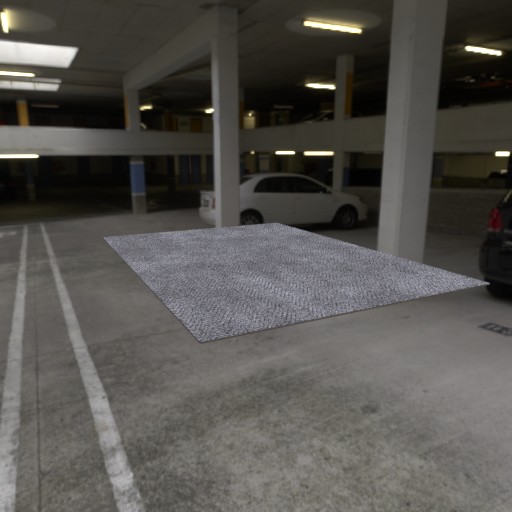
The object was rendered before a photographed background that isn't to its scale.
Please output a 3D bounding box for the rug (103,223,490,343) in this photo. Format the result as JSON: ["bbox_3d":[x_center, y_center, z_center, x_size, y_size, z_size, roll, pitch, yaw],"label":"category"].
[{"bbox_3d":[0.000,0.000,2.920,1.600,0.008,2.235,-7,15,-26],"label":"rug"}]
